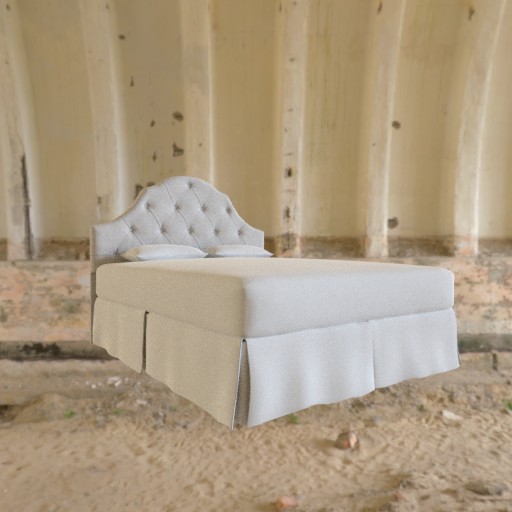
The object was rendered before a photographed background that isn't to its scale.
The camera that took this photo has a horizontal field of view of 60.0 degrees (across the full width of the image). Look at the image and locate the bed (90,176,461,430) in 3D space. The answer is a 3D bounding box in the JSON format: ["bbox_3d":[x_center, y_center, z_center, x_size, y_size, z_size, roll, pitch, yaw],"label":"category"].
[{"bbox_3d":[0.000,0.000,3.631,2.039,1.617,2.477,-1,1,-36],"label":"bed"}]
